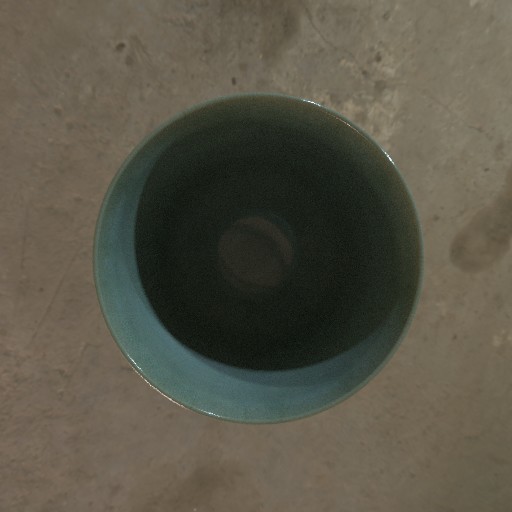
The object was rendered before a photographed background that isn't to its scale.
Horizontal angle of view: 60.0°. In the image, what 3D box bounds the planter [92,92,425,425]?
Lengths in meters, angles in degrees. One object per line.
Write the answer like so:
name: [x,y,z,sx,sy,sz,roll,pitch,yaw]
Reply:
planter: [0.000,0.000,0.487,0.266,0.270,0.266,0,92,-1]
